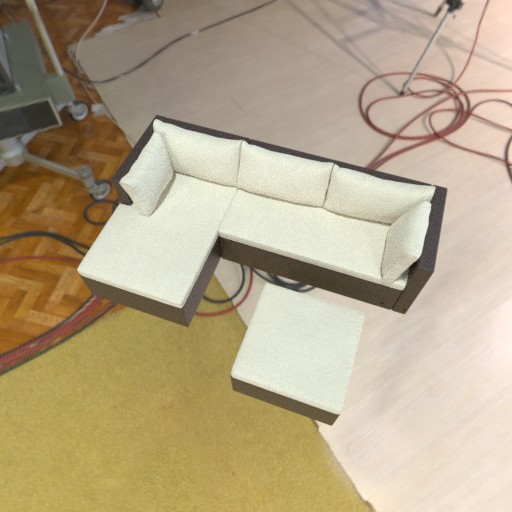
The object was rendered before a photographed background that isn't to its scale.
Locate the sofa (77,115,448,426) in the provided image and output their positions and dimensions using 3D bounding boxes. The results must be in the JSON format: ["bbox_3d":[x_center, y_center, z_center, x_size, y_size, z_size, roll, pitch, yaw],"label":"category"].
[{"bbox_3d":[0.000,0.000,3.000,2.192,0.766,1.612,17,60,10],"label":"sofa"}]
